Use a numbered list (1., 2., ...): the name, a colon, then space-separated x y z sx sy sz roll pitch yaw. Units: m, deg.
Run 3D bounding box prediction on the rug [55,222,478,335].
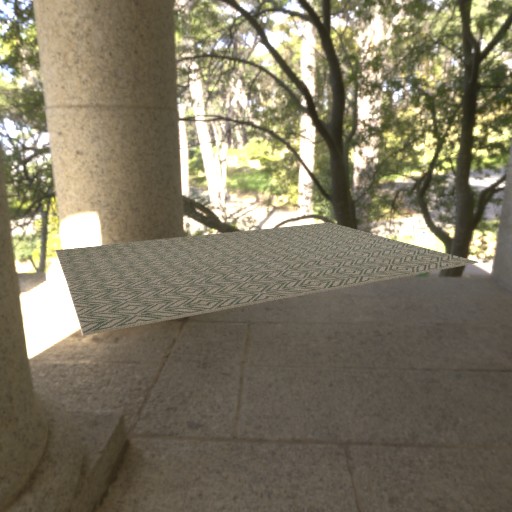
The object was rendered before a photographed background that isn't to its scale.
1. rug: 0.000 0.000 2.290 1.828 0.007 1.220 -7 16 -26
